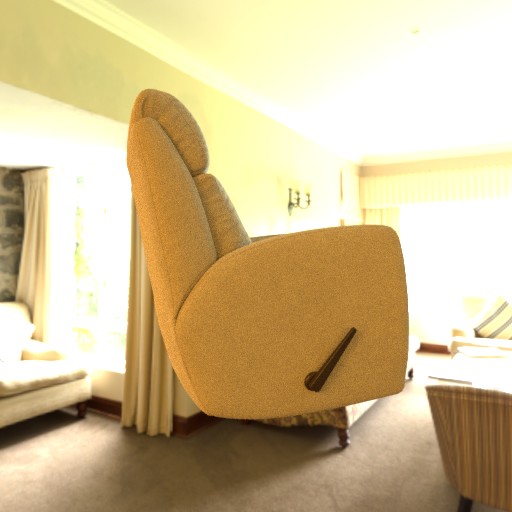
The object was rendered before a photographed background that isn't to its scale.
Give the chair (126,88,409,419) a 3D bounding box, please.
[{"bbox_3d":[0.000,0.000,1.688,0.941,1.015,0.812,0,0,-18],"label":"chair"}]
